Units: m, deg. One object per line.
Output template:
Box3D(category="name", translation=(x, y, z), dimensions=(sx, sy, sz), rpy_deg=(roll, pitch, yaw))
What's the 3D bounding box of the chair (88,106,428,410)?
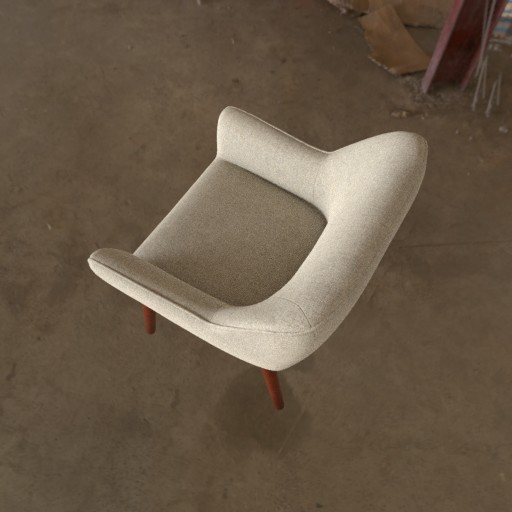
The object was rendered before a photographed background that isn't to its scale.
Box3D(category="chair", translation=(0.000, 0.000, 1.240), dimensions=(0.610, 0.813, 0.610), rpy_deg=(29, 66, 15))
